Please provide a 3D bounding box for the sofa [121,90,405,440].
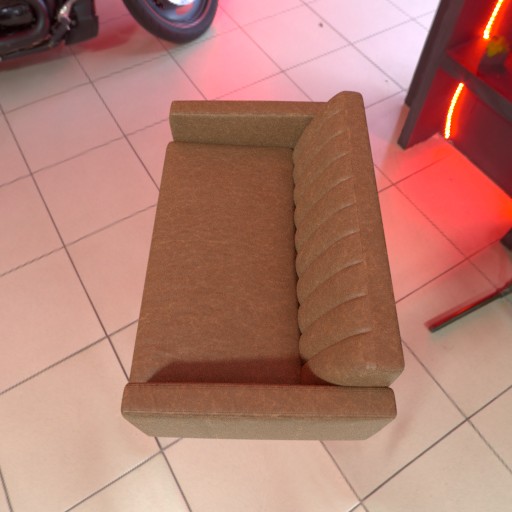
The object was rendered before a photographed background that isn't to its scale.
[{"bbox_3d":[0.000,0.000,2.049,0.960,0.820,1.549,1,59,0],"label":"sofa"}]
